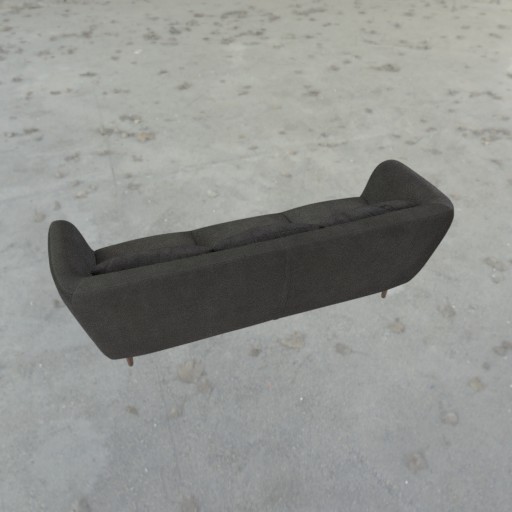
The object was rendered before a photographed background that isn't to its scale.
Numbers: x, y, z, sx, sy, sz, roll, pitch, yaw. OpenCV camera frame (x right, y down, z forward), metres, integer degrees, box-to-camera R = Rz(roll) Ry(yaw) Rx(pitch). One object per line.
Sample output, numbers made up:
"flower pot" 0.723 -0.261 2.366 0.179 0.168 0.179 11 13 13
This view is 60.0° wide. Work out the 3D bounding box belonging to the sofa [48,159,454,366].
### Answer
"sofa" 0.000 0.000 2.778 2.296 0.875 0.956 -13 42 -14
